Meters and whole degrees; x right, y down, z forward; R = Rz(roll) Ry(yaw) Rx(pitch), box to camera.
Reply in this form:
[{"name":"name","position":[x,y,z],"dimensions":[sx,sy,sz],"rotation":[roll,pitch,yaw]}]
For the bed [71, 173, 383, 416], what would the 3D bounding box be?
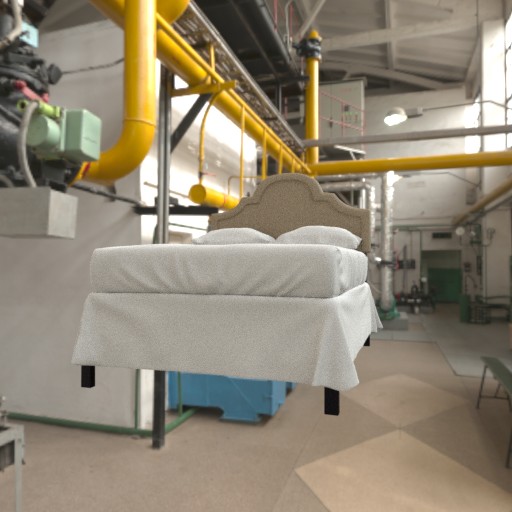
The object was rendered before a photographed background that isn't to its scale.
[{"name":"bed","position":[0.000,0.000,3.421],"dimensions":[1.780,1.634,2.222],"rotation":[0,-1,19]}]
